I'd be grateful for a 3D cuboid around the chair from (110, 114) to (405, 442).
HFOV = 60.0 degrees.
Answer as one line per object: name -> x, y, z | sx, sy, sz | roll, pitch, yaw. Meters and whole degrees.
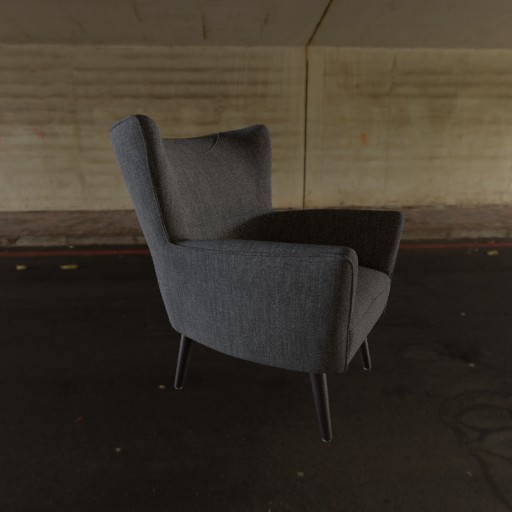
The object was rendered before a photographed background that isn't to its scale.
chair -> 0.000, 0.000, 1.574 | 0.888, 0.933, 0.781 | 7, 16, 27
